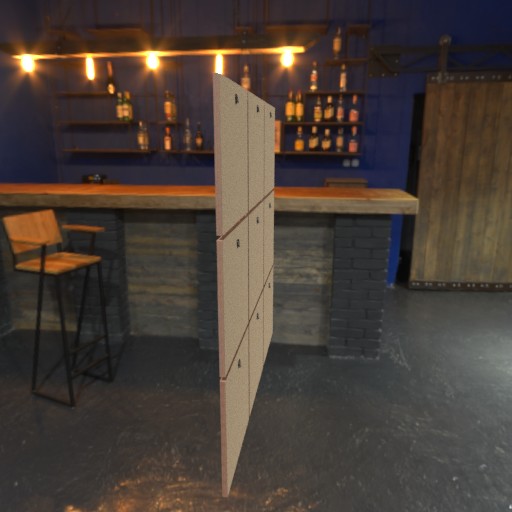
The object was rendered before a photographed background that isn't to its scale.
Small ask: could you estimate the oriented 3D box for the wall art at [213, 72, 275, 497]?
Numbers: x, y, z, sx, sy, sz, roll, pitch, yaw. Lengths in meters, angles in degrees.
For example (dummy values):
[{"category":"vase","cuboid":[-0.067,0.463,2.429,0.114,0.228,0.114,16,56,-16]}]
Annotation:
[{"category":"wall art","cuboid":[0.000,0.000,1.330,0.018,0.904,0.906,2,15,8]}]
